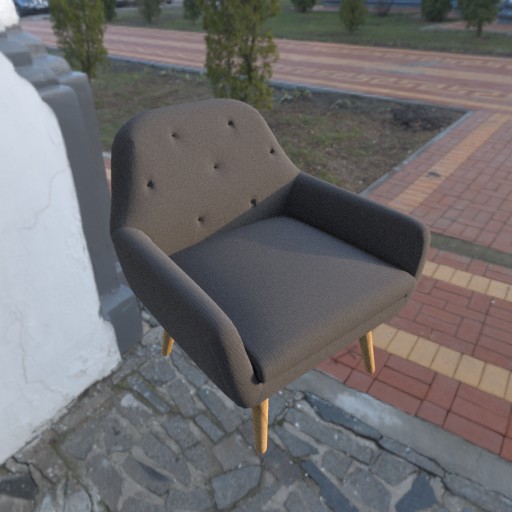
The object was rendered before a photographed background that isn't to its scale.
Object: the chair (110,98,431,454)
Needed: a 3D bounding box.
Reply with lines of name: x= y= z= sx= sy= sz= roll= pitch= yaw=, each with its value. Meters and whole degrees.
chair: x=0.000 y=0.000 z=1.387 sx=0.770 sy=0.800 sz=0.779 roll=-23 pitch=39 yaw=-32
